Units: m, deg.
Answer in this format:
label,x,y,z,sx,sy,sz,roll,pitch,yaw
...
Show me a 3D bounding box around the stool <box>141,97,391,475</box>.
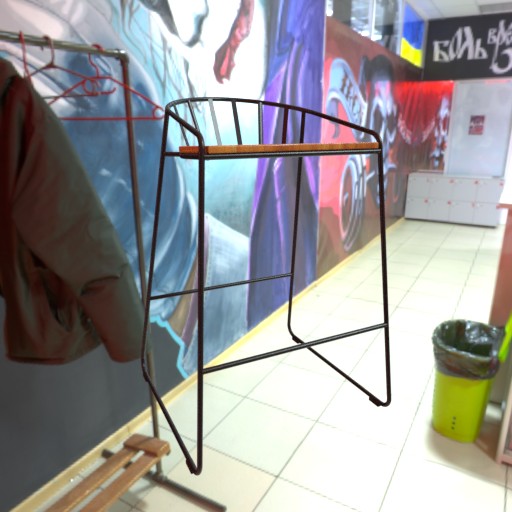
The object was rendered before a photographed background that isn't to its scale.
label,x,y,z,sx,sy,sz,roll,pitch,yaw
stool,0.000,0.000,1.167,0.546,0.812,0.521,-8,18,-26
